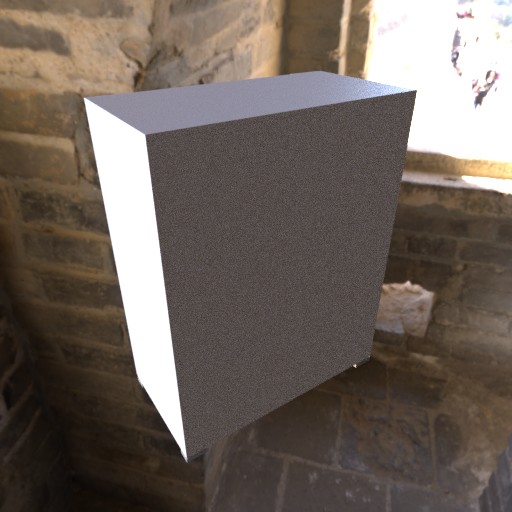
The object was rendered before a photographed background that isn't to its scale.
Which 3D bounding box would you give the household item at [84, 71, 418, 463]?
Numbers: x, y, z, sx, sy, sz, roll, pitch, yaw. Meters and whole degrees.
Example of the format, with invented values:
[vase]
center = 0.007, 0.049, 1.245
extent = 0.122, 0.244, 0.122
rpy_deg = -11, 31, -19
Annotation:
[household item]
center = 0.000, 0.000, 1.440
extent = 0.790, 1.010, 0.420
rpy_deg = -19, 36, -29
